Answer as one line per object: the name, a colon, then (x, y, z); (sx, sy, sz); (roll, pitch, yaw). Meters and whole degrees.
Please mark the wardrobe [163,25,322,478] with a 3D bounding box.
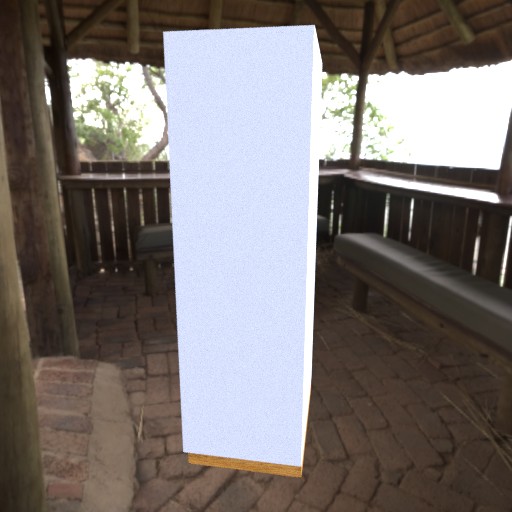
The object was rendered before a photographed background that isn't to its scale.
wardrobe: (0.000, 0.000, 2.384); (0.600, 2.040, 0.860); (3, 15, 10)
